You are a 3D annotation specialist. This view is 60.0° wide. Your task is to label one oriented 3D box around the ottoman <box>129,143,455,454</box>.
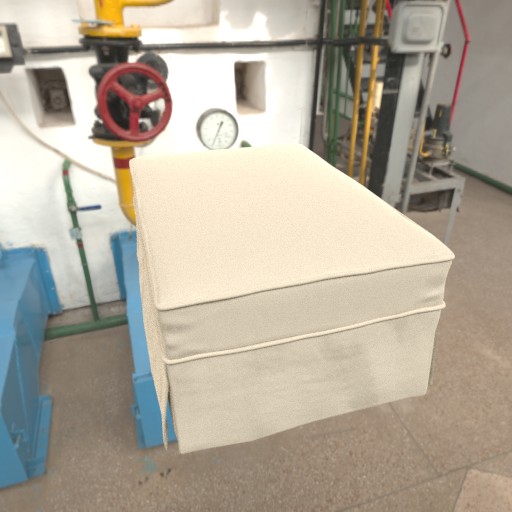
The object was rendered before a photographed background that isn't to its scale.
[{"bbox_3d":[0.000,0.000,1.331,0.703,0.479,0.944,-9,31,-15],"label":"ottoman"}]
